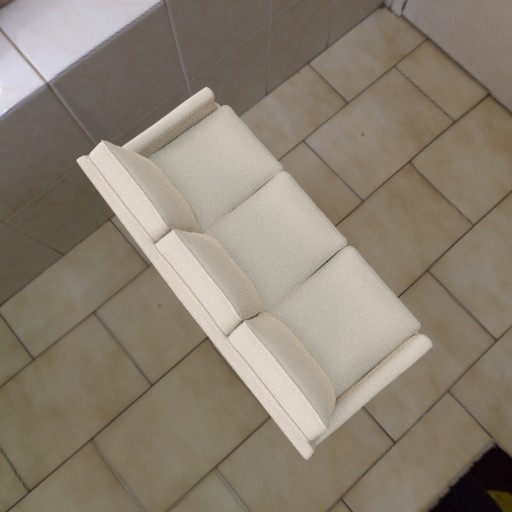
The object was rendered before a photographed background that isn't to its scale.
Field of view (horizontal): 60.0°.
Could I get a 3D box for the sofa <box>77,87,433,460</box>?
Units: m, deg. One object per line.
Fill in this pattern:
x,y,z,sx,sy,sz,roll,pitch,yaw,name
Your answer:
0.000,0.000,2.896,1.084,1.003,2.246,-38,80,-8,sofa
